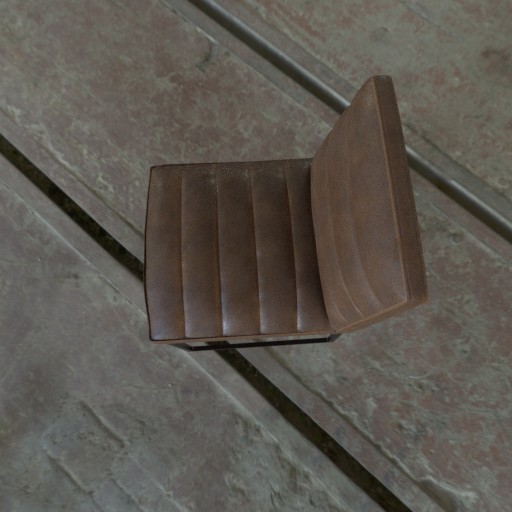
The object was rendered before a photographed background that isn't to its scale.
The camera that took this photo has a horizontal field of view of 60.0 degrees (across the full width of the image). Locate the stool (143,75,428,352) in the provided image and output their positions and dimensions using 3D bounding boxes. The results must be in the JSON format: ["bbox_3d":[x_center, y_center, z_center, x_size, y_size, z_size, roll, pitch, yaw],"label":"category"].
[{"bbox_3d":[0.000,0.000,1.220,0.562,0.942,0.463,-4,75,-1],"label":"stool"}]
